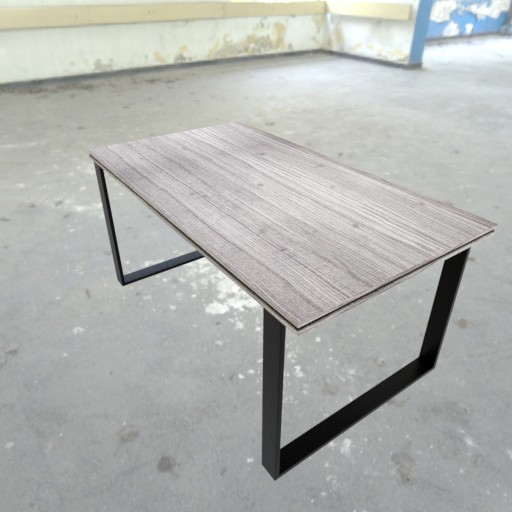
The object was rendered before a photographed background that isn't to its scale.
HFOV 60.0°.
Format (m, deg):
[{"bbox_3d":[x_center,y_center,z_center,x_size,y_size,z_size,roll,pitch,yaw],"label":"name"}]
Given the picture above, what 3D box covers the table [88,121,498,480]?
[{"bbox_3d":[0.000,0.000,2.018,0.881,0.736,1.579,-21,37,-30],"label":"table"}]
